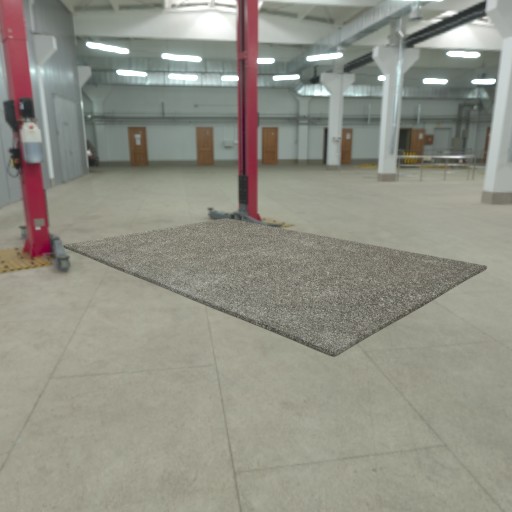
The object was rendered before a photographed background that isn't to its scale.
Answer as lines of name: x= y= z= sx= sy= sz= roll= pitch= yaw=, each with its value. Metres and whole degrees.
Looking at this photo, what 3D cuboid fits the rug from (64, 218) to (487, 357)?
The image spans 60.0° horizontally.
rug: x=0.000 y=0.000 z=3.350 sx=2.699 sy=0.026 sz=1.802 roll=14 pitch=20 yaw=43
